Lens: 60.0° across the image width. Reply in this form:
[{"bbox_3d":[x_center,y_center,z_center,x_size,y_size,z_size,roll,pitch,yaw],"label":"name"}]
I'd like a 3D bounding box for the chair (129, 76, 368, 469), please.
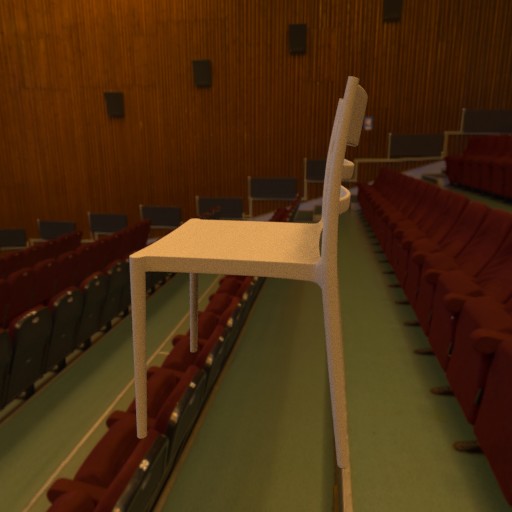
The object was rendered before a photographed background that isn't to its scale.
[{"bbox_3d":[0.000,0.000,1.143,0.511,0.800,0.531,2,15,8],"label":"chair"}]
